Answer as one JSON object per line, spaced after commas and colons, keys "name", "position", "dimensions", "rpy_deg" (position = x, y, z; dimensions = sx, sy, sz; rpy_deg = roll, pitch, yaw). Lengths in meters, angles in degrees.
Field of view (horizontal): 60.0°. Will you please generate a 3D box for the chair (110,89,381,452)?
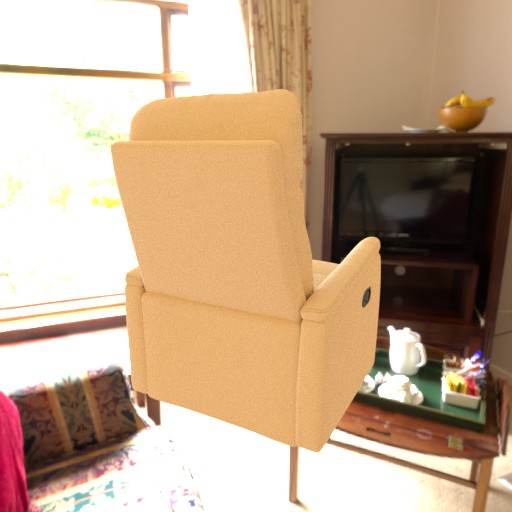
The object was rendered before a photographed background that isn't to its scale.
{"name": "chair", "position": [0.000, 0.000, 1.635], "dimensions": [0.775, 1.082, 0.831], "rpy_deg": [8, 16, 28]}
